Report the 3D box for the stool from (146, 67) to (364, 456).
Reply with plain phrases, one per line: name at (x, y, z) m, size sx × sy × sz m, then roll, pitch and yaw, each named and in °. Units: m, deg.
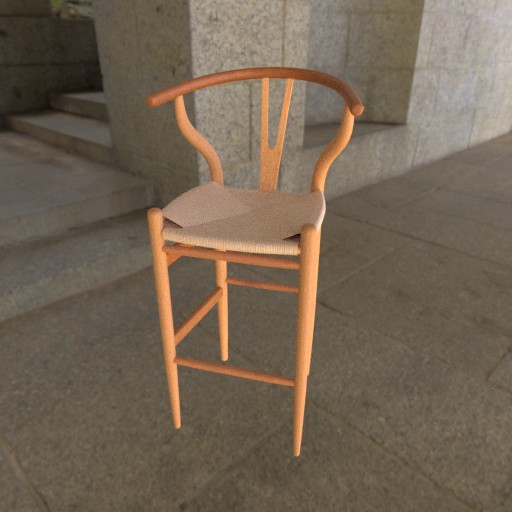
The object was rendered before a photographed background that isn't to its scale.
stool at (0.000, 0.000, 1.394) m, size 0.574 × 1.068 × 0.561 m, roll 7°, pitch 27°, yaw 14°
